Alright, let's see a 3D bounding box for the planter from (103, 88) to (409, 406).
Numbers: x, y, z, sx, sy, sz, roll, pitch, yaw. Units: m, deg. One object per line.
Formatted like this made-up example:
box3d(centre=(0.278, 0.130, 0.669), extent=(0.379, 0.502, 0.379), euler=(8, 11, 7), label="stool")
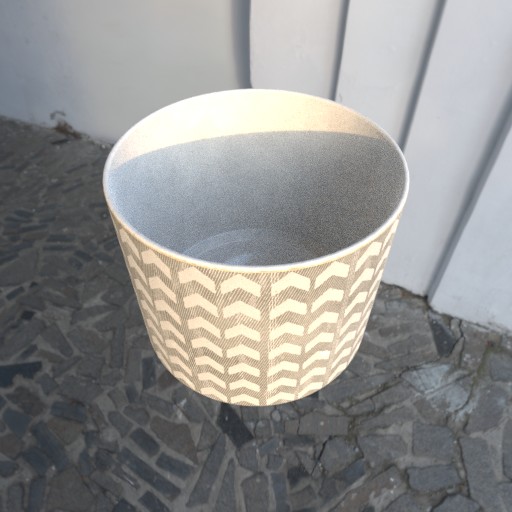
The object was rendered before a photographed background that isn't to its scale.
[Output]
box3d(centre=(0.000, 0.000, 0.347), extent=(0.190, 0.181, 0.190), euler=(0, 47, 0), label="planter")
